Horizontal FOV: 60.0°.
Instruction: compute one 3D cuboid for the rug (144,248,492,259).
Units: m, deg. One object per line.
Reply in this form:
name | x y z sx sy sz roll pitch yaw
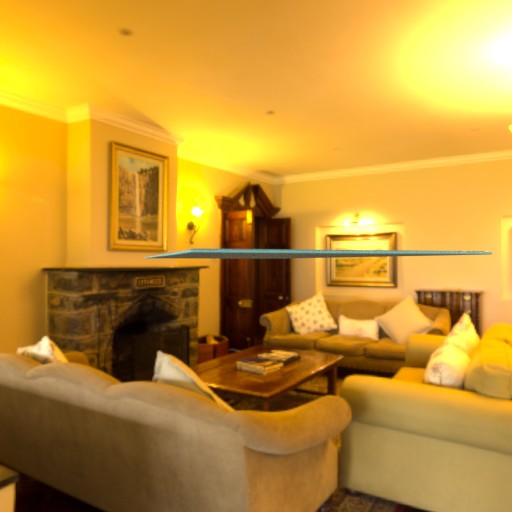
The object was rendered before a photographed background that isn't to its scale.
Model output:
rug | 0.000 0.000 1.372 0.604 0.007 1.219 0 -1 -17
